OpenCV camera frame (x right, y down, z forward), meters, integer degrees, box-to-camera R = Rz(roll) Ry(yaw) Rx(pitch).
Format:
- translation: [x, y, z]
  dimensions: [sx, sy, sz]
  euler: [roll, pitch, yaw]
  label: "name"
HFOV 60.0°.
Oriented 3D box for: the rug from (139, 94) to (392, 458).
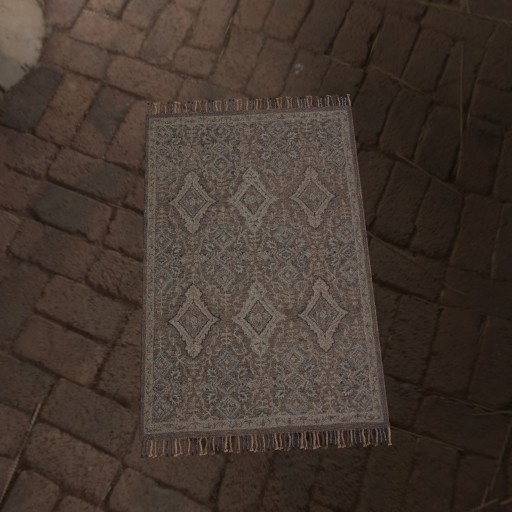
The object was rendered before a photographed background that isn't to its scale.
- translation: [0.000, 0.000, 2.978]
  dimensions: [1.516, 0.010, 2.434]
  euler: [-3, 75, -1]
  label: "rug"
